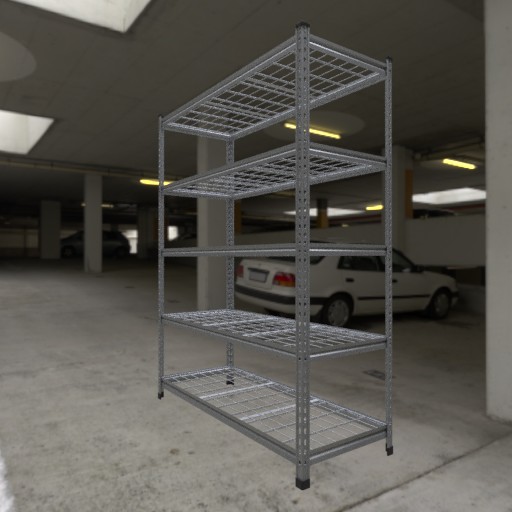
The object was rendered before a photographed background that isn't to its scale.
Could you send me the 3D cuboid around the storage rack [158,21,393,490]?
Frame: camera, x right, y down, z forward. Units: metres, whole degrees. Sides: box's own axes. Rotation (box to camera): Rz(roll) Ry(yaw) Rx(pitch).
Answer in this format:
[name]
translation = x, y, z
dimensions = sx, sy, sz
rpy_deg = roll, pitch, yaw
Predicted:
[storage rack]
translation = 0.000, 0.000, 2.662
dimensions = 0.610, 1.981, 1.524
rpy_deg = 0, 0, -36
